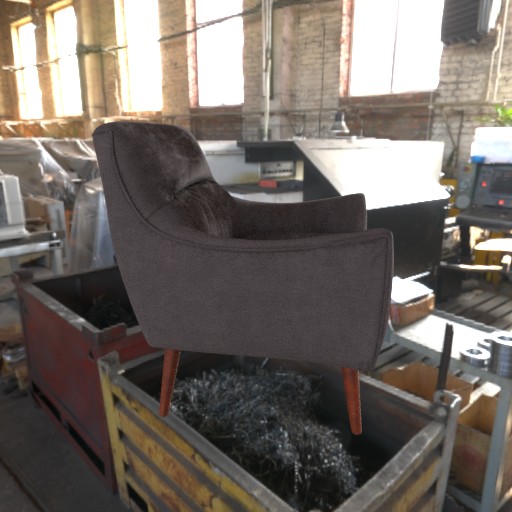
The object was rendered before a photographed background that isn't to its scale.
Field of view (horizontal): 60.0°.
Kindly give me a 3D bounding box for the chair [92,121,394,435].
[{"bbox_3d":[0.000,0.000,1.455,0.787,0.838,0.762,2,15,8],"label":"chair"}]
